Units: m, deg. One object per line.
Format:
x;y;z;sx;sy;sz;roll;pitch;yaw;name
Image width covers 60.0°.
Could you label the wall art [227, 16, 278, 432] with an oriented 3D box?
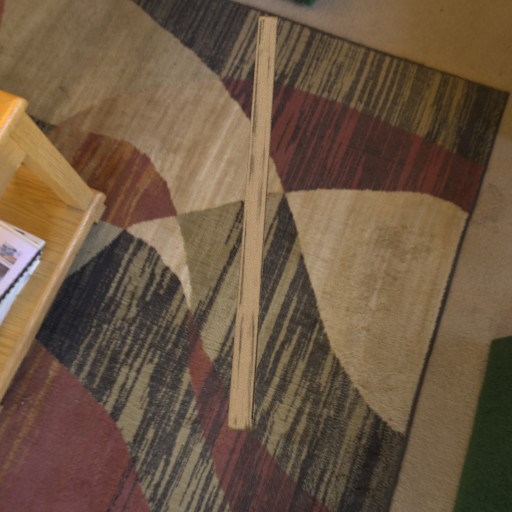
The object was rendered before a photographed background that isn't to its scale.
0.000;0.000;1.129;0.037;0.761;0.761;3;74;1;wall art
